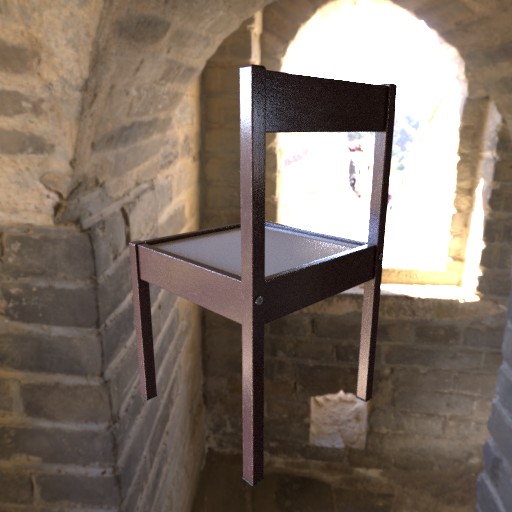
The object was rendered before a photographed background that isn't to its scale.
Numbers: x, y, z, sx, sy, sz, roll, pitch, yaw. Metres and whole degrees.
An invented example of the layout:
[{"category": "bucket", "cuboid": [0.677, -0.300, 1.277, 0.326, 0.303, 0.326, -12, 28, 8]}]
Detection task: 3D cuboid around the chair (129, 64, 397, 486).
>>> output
[{"category": "chair", "cuboid": [0.000, 0.000, 0.695, 0.285, 0.505, 0.285, -15, 22, -42]}]
